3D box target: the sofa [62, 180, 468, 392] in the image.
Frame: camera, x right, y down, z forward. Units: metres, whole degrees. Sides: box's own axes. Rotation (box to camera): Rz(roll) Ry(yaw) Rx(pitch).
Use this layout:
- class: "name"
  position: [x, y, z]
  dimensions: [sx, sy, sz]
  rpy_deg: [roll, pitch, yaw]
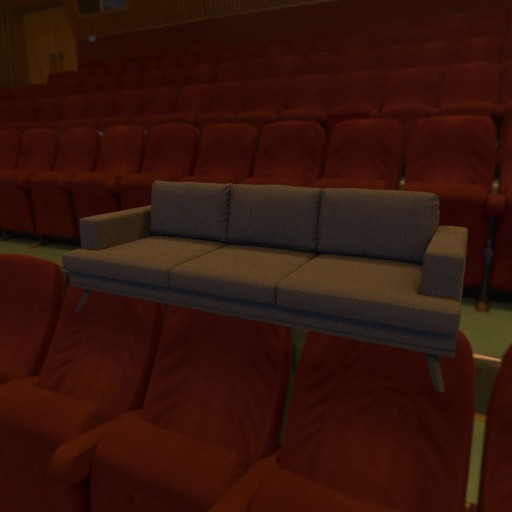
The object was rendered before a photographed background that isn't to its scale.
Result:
- class: "sofa"
  position: [0.000, 0.000, 2.693]
  dimensions: [2.310, 0.810, 0.920]
  rpy_deg: [7, 16, 25]
